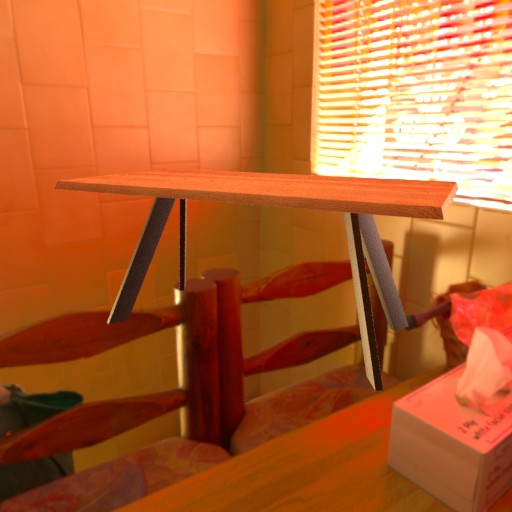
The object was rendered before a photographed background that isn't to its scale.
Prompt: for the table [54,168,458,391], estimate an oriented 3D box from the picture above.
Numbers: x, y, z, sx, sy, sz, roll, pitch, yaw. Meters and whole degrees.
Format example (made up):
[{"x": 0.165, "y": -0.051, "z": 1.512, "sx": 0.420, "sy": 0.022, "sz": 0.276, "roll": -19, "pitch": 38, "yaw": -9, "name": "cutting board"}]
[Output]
[{"x": 0.000, "y": 0.000, "z": 2.296, "sx": 1.800, "sy": 0.770, "sz": 0.900, "roll": 8, "pitch": 17, "yaw": 25, "name": "table"}]
